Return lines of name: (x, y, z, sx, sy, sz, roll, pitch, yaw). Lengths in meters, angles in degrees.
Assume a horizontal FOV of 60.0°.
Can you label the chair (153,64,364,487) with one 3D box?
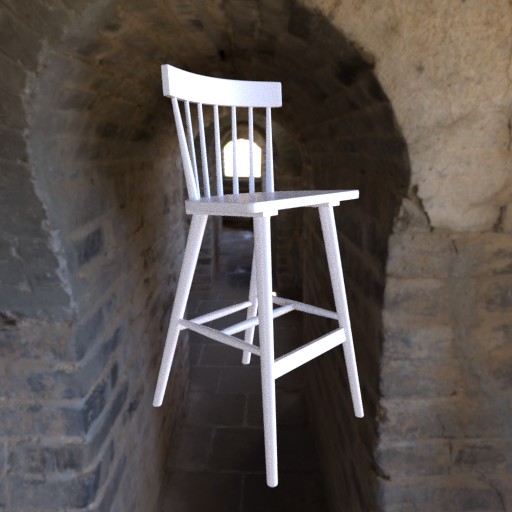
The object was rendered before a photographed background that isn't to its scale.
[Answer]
chair: (0.000, 0.000, 1.394, 0.572, 1.092, 0.483, 13, 19, 43)
